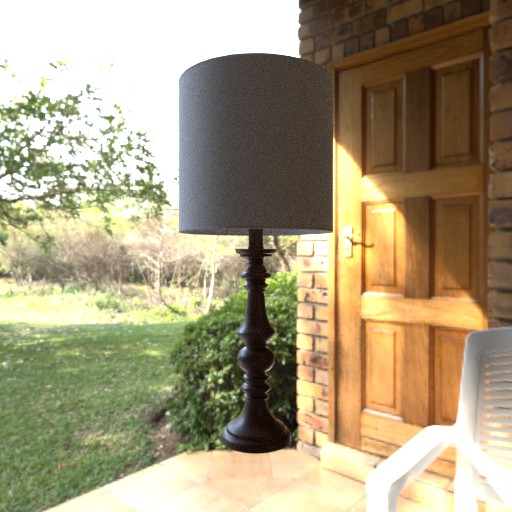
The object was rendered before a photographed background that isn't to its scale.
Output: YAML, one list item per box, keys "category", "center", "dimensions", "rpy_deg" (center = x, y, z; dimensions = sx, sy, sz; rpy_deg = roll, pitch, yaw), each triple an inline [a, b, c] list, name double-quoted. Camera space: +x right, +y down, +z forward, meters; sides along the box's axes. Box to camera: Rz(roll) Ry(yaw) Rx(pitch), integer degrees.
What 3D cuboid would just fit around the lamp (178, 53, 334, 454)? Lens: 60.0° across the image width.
- category: "lamp"
  center: [0.000, 0.000, 0.726]
  dimensions: [0.250, 0.597, 0.250]
  rpy_deg: [0, 0, 36]
